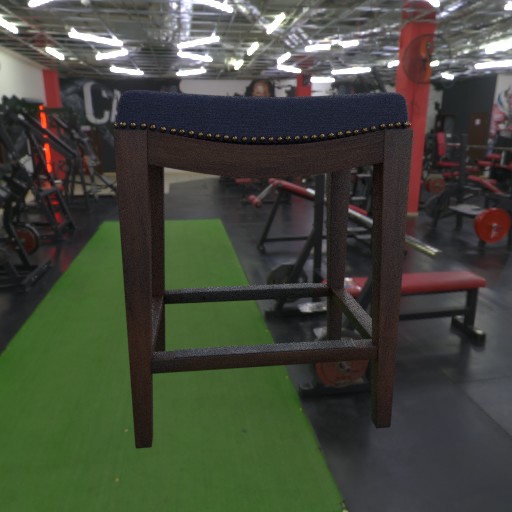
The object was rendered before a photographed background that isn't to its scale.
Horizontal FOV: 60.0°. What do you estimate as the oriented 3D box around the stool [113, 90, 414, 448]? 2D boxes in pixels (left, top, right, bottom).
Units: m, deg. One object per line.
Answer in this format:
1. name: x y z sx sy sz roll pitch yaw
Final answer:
1. stool: 0.000 0.000 0.942 0.500 0.642 0.361 -2 17 -7
